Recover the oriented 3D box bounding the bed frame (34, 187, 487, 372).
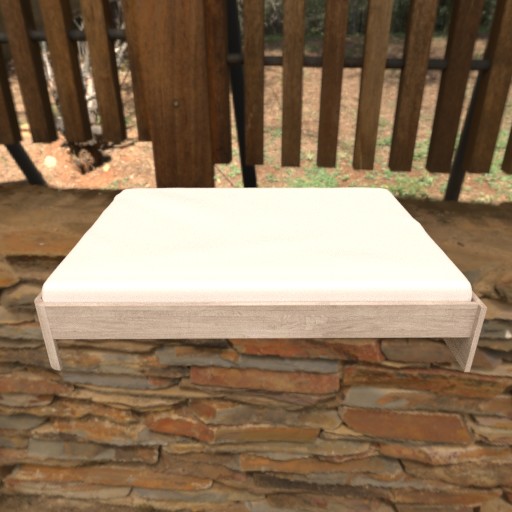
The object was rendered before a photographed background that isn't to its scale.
[{"bbox_3d":[0.000,0.000,2.595,1.950,0.462,1.490,0,26,0],"label":"bed frame"}]
